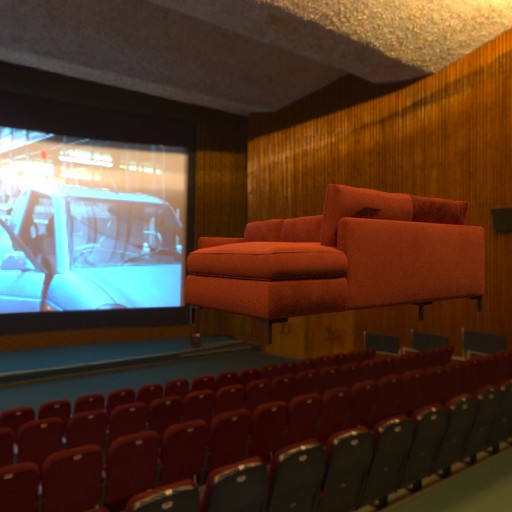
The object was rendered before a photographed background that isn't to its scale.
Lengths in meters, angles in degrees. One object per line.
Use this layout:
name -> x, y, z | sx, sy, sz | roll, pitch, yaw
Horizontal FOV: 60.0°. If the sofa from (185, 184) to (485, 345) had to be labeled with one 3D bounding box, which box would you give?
sofa -> 0.000, 0.000, 3.508 | 1.879, 0.757, 2.736 | 0, 0, -36
